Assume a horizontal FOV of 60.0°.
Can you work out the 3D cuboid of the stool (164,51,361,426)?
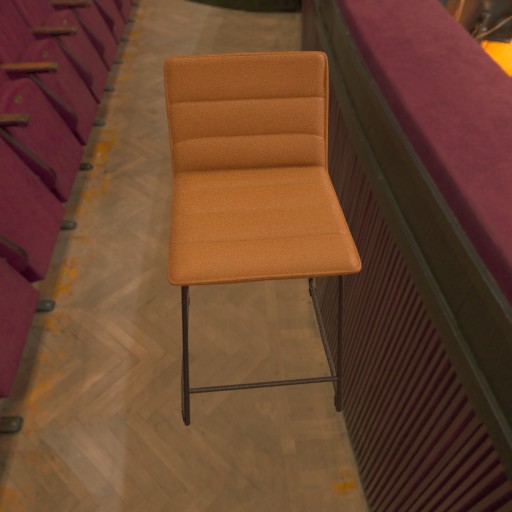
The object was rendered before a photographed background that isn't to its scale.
[{"bbox_3d":[0.000,0.000,1.171,0.489,0.866,0.524,-4,45,-4],"label":"stool"}]
